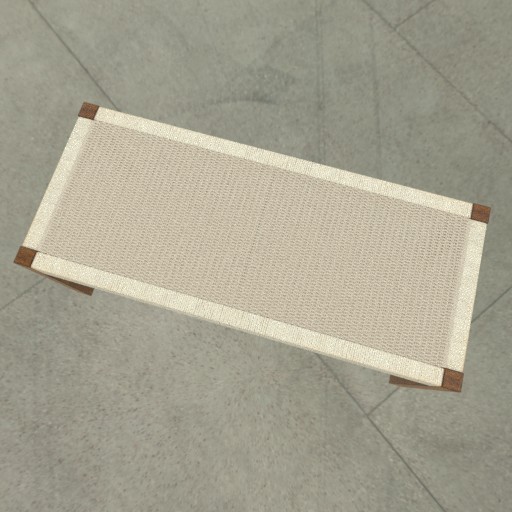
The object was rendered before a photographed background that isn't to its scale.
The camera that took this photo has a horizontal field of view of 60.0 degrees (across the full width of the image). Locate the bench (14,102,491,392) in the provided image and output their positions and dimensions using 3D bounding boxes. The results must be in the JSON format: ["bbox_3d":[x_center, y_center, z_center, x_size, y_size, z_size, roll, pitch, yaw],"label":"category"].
[{"bbox_3d":[0.000,0.000,1.418,1.198,0.457,0.507,16,76,4],"label":"bench"}]
